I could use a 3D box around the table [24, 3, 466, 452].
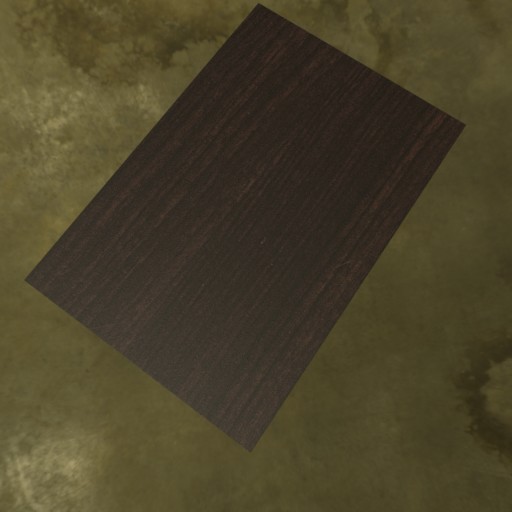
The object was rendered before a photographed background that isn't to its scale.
[{"bbox_3d":[0.000,0.000,1.017,0.406,0.711,0.591,34,79,8],"label":"table"}]
